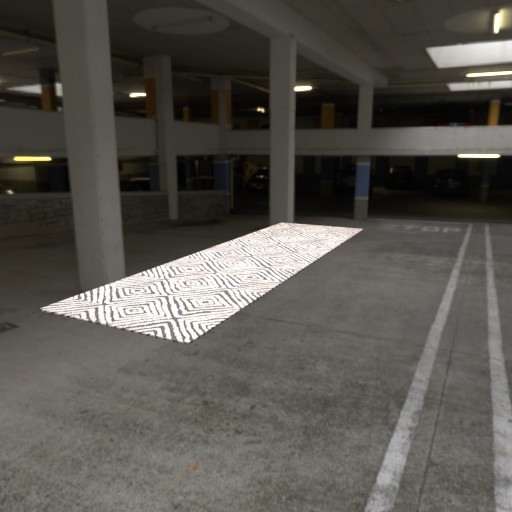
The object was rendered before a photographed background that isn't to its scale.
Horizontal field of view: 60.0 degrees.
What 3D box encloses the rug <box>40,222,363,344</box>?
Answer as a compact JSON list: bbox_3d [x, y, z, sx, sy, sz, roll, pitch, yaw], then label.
[{"bbox_3d":[0.000,0.000,2.500,0.676,0.008,2.277,7,15,26],"label":"rug"}]
